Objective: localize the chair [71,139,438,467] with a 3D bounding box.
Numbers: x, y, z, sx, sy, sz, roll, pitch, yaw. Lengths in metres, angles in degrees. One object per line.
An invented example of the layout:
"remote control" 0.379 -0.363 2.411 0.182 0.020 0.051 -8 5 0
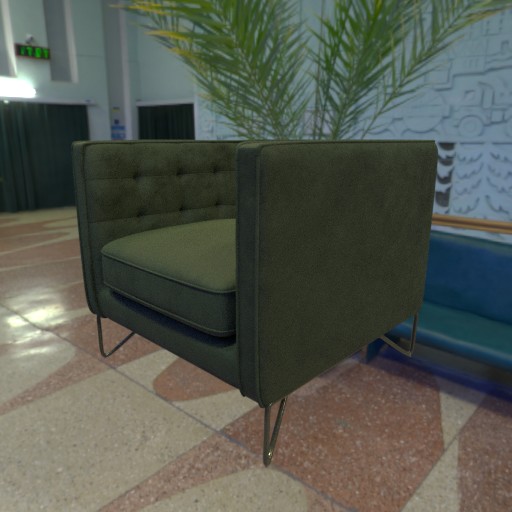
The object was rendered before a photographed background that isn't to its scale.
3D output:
"chair" 0.000 0.000 1.548 0.880 0.790 0.894 14 20 42
